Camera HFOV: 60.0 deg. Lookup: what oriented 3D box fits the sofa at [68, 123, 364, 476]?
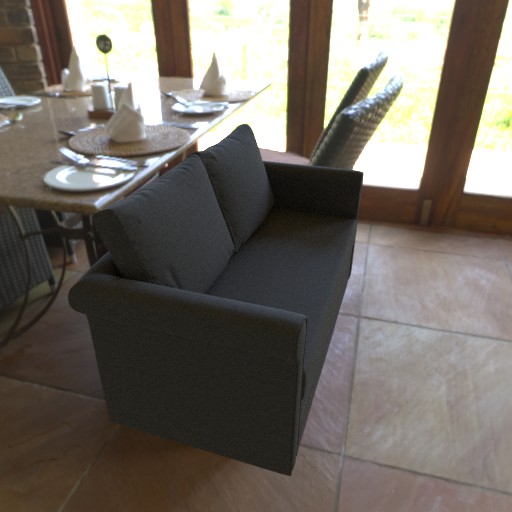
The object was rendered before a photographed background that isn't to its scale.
[{"bbox_3d":[0.000,0.000,1.956,0.741,0.872,1.460,9,30,16],"label":"sofa"}]
